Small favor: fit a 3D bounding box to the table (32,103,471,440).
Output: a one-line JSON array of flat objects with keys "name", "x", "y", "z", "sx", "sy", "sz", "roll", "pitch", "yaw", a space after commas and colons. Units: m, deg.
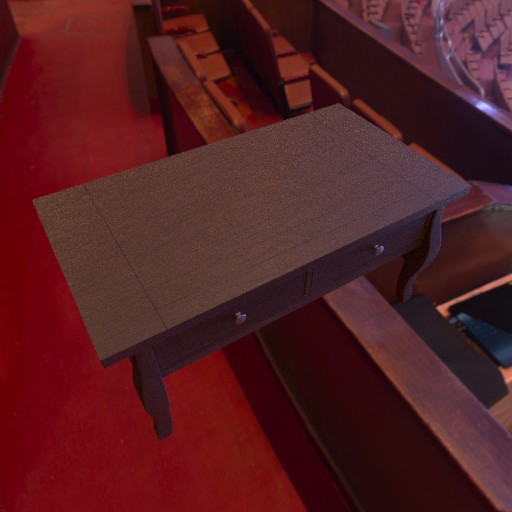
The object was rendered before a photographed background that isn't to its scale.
[{"name": "table", "x": 0.000, "y": 0.000, "z": 1.395, "sx": 1.062, "sy": 0.494, "sz": 0.600, "roll": -24, "pitch": 50, "yaw": -22}]
